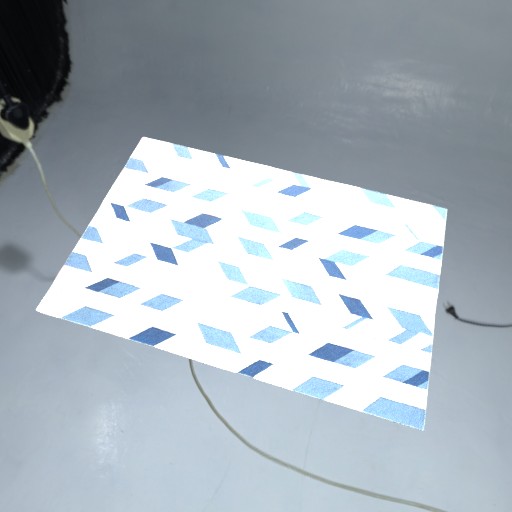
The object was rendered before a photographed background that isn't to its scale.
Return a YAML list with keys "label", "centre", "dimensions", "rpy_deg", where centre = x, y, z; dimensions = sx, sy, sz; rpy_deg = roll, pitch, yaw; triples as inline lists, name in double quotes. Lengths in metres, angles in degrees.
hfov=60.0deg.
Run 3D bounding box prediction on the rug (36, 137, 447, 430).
- label: "rug"
  centre: [0.000, 0.000, 2.252]
  dimensions: [1.813, 0.006, 1.202]
  rpy_deg: [15, 60, 9]
